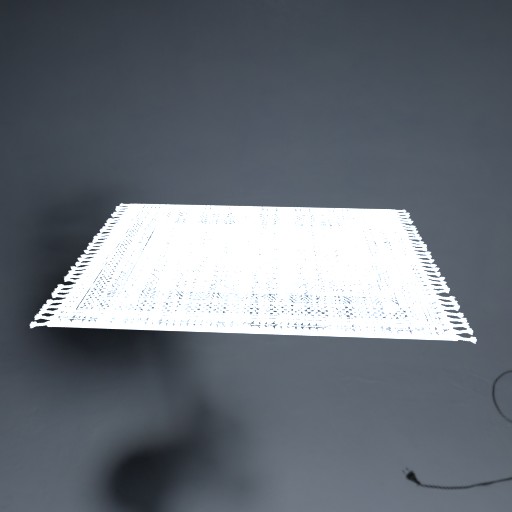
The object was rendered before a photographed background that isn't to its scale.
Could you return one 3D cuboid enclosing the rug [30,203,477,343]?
[{"bbox_3d":[0.000,0.000,2.342,1.872,0.013,1.243,2,31,3],"label":"rug"}]
